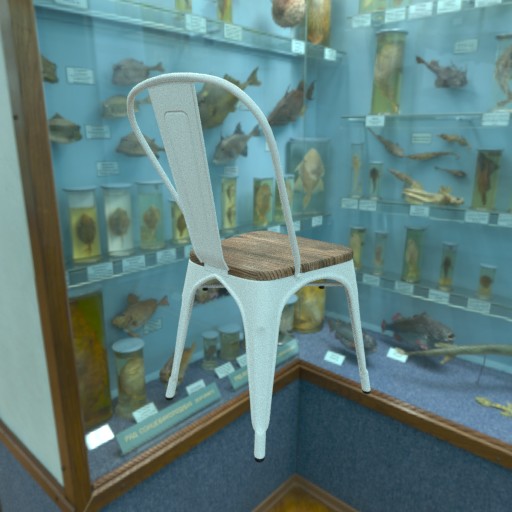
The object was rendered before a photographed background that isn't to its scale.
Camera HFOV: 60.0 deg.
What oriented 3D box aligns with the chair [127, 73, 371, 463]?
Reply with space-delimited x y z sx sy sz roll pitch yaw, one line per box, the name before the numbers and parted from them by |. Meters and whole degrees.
chair | 0.000 0.000 1.169 0.452 0.851 0.521 14 21 42
